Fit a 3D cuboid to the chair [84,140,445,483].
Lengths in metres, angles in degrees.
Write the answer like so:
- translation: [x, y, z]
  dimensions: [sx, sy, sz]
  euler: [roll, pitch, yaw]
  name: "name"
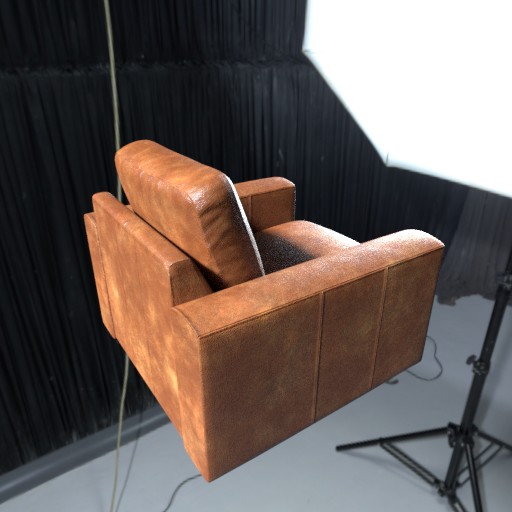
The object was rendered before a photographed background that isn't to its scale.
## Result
- translation: [0.000, 0.000, 1.731]
  dimensions: [1.016, 0.873, 1.005]
  euler: [-17, 31, -30]
  name: "chair"
